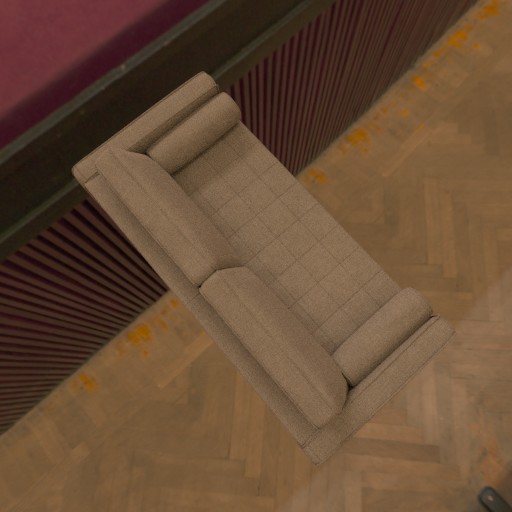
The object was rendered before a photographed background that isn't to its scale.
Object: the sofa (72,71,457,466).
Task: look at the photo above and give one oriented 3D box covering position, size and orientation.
[{"bbox_3d":[0.000,0.000,2.325,0.914,0.762,1.879,-40,79,-9],"label":"sofa"}]
